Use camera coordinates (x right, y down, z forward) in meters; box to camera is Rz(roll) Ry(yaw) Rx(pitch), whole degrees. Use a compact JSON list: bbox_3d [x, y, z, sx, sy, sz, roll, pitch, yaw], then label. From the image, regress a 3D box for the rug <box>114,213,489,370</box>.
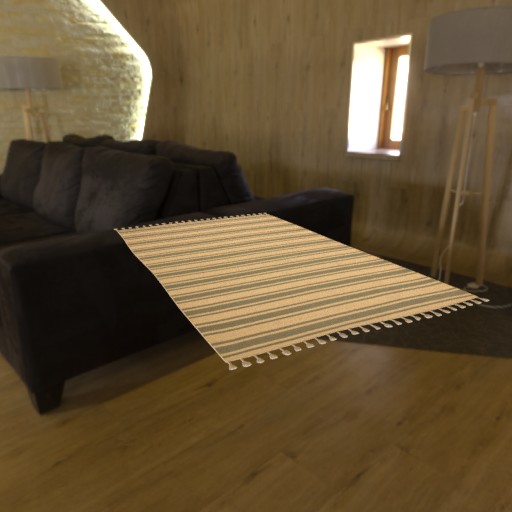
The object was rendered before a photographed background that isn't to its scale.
[{"bbox_3d":[0.000,0.000,2.526,1.222,0.009,2.084,-9,19,-25],"label":"rug"}]
